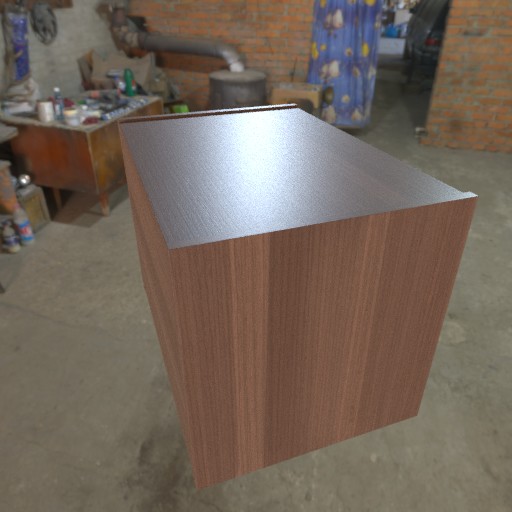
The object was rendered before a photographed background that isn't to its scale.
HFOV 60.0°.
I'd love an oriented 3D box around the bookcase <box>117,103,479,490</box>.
[{"bbox_3d":[0.000,0.000,0.616,0.290,0.305,0.415,-11,33,-17],"label":"bookcase"}]
